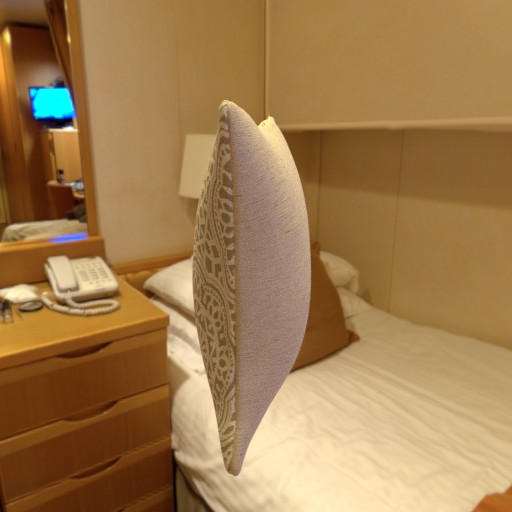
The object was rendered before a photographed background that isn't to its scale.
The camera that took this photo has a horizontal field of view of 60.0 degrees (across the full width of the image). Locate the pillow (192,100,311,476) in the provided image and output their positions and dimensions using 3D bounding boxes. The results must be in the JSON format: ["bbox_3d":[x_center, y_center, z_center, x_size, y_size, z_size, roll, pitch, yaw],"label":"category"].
[{"bbox_3d":[0.000,0.000,0.670,0.167,0.421,0.438,2,15,7],"label":"pillow"}]
